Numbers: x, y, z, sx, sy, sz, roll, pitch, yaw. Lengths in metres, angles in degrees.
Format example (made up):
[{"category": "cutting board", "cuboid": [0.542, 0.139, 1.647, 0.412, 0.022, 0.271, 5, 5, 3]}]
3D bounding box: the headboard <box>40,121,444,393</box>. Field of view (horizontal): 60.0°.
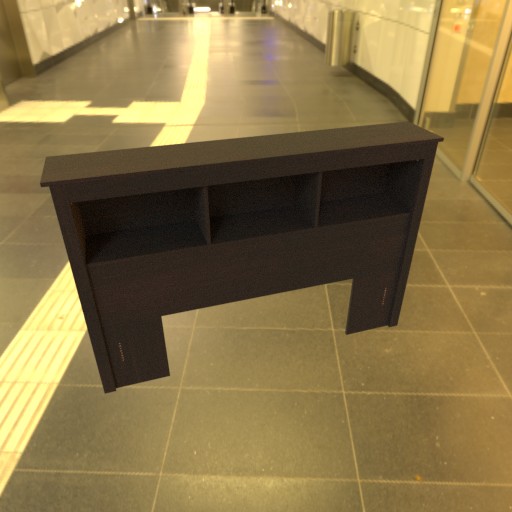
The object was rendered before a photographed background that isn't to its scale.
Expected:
[{"category": "headboard", "cuboid": [0.000, 0.000, 2.164, 1.671, 1.092, 0.279, -10, 34, -15]}]
